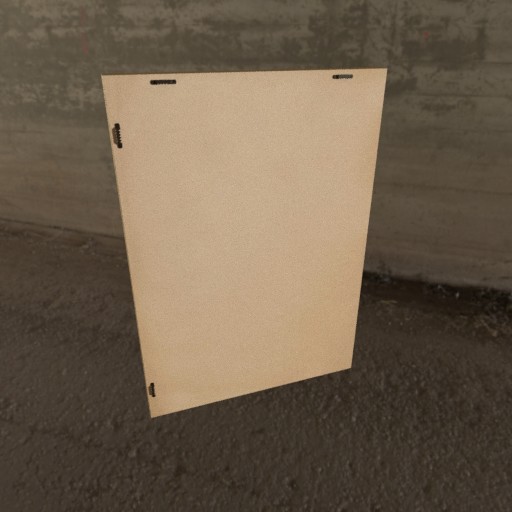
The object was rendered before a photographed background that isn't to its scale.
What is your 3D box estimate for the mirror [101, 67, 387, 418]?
[{"bbox_3d":[0.000,0.000,0.919,0.507,0.710,0.040,-9,28,-17],"label":"mirror"}]
